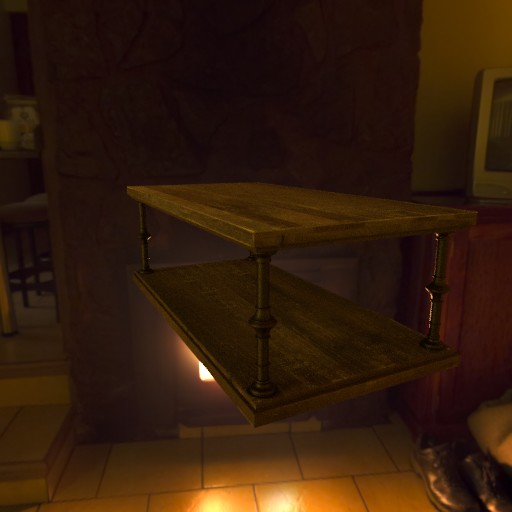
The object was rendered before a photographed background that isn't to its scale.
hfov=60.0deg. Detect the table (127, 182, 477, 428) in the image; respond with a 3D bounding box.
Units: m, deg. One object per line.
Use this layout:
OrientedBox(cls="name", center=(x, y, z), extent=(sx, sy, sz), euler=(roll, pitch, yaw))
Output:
OrientedBox(cls="table", center=(0.000, 0.000, 1.379), extent=(0.554, 0.373, 1.088), euler=(-7, 15, -26))
